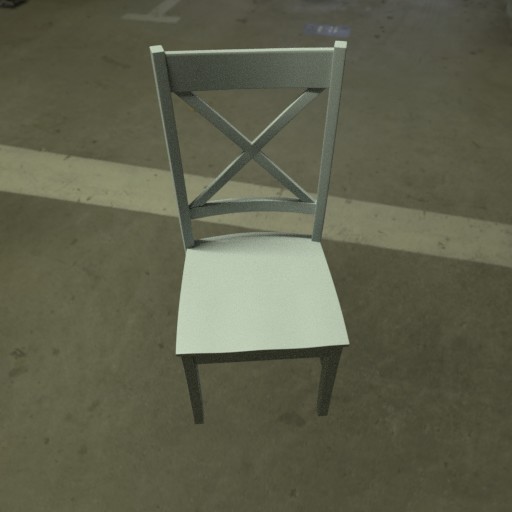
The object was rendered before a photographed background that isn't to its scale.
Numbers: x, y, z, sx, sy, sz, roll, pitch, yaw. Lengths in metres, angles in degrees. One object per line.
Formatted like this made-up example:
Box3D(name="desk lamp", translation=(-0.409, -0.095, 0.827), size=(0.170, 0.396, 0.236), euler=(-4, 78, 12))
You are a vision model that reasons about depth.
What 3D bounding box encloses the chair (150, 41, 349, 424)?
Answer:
Box3D(name="chair", translation=(0.000, 0.000, 1.265), size=(0.485, 0.983, 0.542), euler=(-3, 46, -3))
